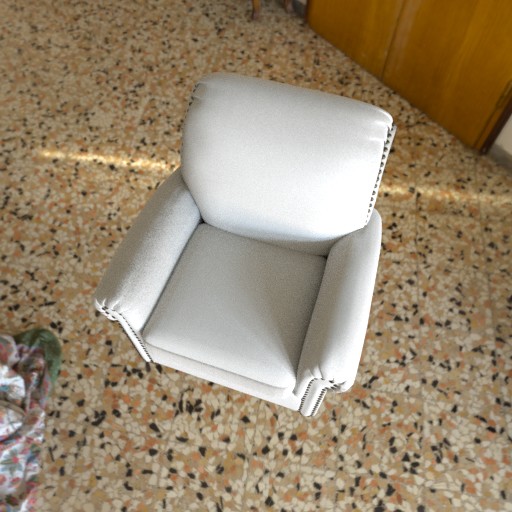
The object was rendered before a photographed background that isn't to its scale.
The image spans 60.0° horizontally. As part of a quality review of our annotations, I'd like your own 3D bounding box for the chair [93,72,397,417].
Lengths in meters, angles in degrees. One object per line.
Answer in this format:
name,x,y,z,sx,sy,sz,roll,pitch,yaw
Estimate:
chair,0.000,0.000,1.623,0.854,0.927,0.890,16,60,10
